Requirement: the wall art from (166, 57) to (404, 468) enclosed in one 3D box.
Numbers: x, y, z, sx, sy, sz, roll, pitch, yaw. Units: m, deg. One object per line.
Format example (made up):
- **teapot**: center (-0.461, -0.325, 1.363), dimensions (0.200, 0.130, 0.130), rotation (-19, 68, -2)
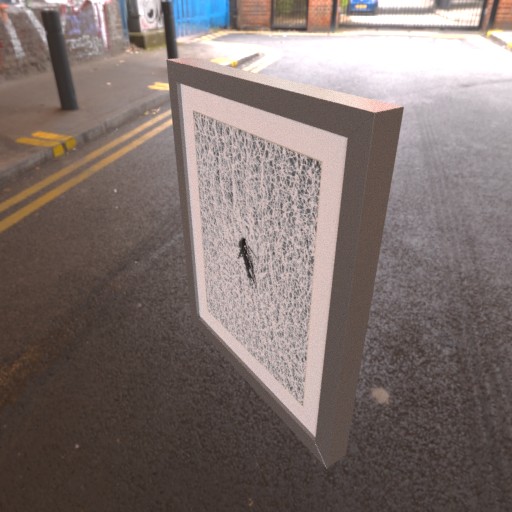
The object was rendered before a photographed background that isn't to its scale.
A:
- **wall art**: center (0.000, 0.000, 0.500), dimensions (0.030, 0.379, 0.308), rotation (-20, 36, -30)
